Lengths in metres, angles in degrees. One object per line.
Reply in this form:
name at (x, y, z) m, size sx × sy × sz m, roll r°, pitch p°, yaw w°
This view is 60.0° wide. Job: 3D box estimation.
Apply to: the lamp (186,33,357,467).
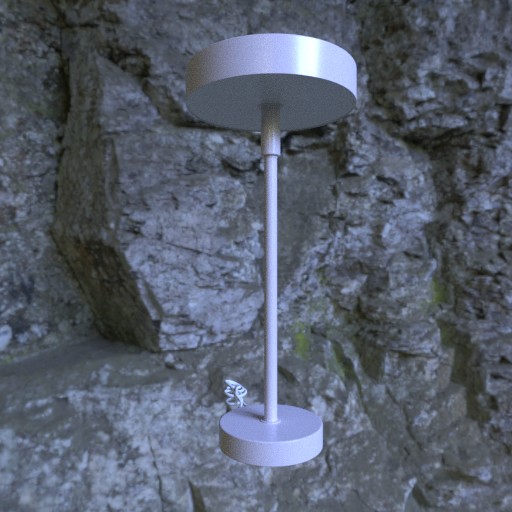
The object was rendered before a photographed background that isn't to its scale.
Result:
lamp at (0.000, 0.000, 0.670) m, size 0.229 × 0.508 × 0.369 m, roll 0°, pitch 0°, yaw -16°
